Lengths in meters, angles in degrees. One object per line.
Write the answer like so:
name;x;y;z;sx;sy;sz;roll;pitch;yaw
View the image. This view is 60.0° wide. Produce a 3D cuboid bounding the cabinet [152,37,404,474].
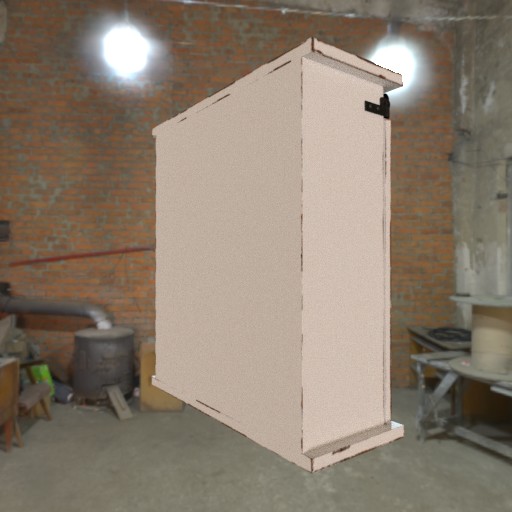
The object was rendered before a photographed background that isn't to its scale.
cabinet;0.000;0.000;0.890;0.210;0.603;0.541;0;-1;-37
